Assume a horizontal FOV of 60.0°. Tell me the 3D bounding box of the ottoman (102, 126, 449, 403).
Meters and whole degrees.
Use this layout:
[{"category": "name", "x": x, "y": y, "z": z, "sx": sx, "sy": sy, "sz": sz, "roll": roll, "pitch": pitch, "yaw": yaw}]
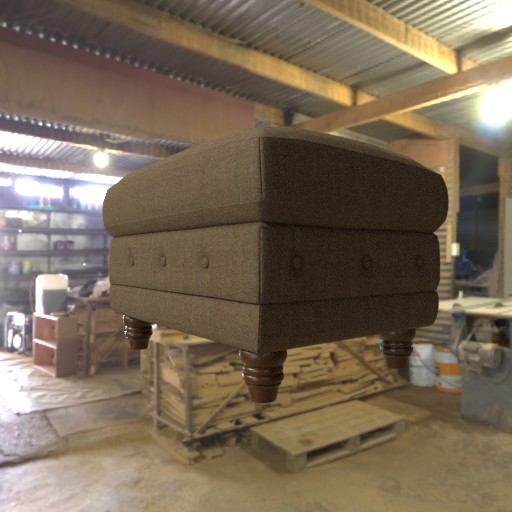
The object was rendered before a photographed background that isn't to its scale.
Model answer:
[{"category": "ottoman", "x": 0.000, "y": 0.000, "z": 1.215, "sx": 0.599, "sy": 0.555, "sz": 0.809, "roll": 0, "pitch": 0, "yaw": -37}]
